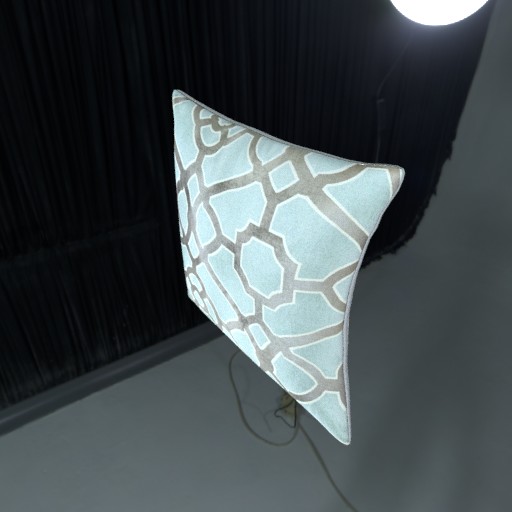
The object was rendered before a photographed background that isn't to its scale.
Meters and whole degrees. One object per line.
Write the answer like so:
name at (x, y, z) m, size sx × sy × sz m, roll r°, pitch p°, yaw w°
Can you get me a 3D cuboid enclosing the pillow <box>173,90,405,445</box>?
pillow at (0.000, 0.000, 0.828) m, size 0.166 × 0.508 × 0.552 m, roll -22°, pitch 38°, yaw -31°
